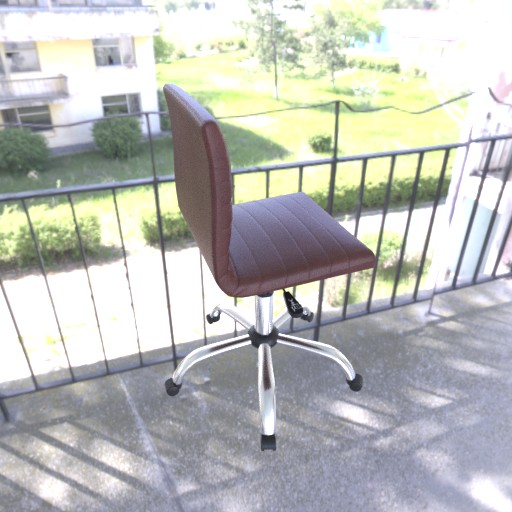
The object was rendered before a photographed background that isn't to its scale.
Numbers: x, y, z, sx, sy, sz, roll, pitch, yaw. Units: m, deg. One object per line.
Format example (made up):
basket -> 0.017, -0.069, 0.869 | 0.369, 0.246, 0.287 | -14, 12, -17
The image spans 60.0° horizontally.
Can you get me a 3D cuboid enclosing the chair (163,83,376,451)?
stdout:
chair -> 0.000, 0.000, 1.107 | 0.530, 0.780, 0.556 | -10, 32, -17
